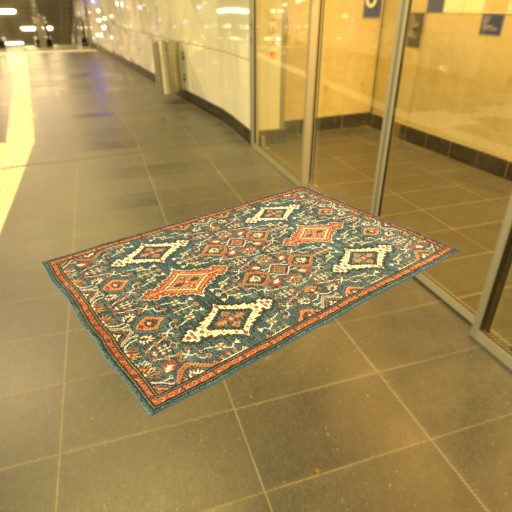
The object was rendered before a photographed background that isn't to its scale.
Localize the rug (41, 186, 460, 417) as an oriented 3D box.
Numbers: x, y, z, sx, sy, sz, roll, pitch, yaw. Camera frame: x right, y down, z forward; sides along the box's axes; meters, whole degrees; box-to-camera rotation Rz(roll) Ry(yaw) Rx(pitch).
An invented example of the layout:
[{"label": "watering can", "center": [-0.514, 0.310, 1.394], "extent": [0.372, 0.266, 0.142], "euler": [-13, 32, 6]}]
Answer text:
[{"label": "rug", "center": [0.000, 0.000, 3.003], "extent": [2.373, 0.009, 1.622], "euler": [-21, 35, -32]}]
